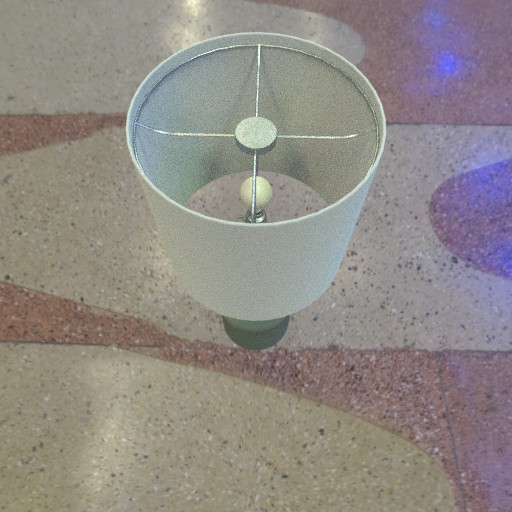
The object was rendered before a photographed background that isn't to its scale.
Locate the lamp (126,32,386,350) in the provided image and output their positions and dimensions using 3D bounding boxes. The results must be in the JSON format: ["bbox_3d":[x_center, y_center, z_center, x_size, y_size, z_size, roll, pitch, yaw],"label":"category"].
[{"bbox_3d":[0.000,0.000,0.581,0.212,0.493,0.212,1,62,1],"label":"lamp"}]
